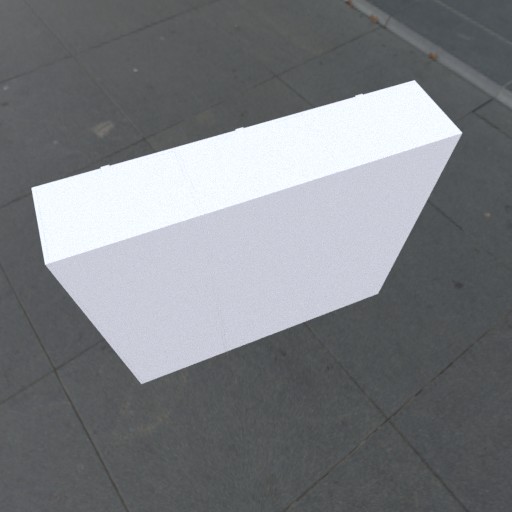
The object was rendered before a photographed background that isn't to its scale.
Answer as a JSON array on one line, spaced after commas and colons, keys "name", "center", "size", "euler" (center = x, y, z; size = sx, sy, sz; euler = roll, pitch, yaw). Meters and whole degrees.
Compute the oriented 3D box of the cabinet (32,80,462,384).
[{"name": "cabinet", "center": [0.000, 0.000, 3.818], "size": [2.700, 2.370, 0.590], "euler": [-19, 61, -11]}]
